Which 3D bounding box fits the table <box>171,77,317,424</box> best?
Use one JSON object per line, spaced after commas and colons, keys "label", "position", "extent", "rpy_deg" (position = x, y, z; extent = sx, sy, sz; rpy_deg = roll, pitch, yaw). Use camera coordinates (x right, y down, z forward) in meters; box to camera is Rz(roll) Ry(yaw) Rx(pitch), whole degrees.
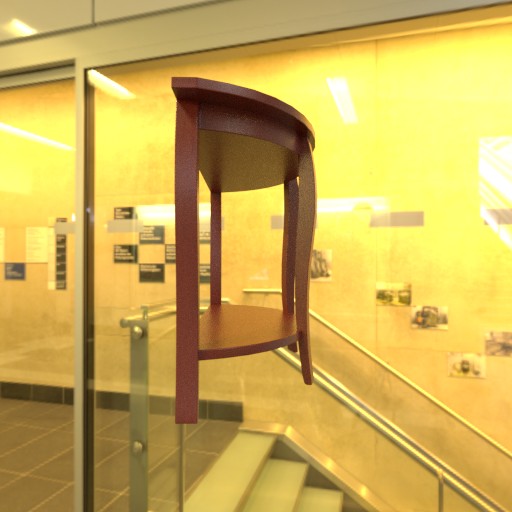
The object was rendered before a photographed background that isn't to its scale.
{"label": "table", "position": [0.000, 0.000, 1.581], "extent": [0.405, 0.779, 1.219], "rpy_deg": [0, 0, -2]}
